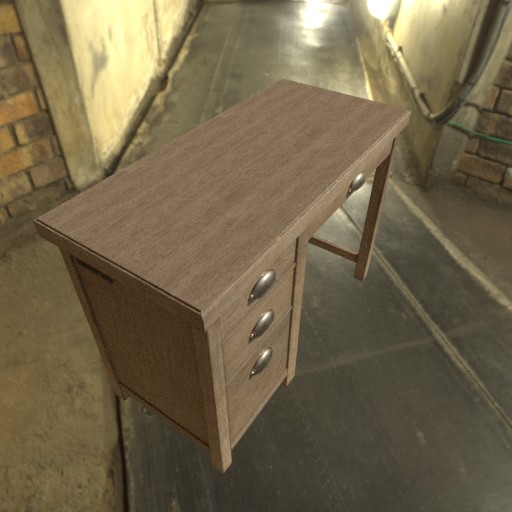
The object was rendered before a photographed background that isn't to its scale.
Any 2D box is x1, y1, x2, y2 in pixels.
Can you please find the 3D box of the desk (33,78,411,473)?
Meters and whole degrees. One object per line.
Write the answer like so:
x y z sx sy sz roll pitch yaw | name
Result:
0.000 0.000 1.789 0.610 0.912 1.289 25 47 25 | desk
